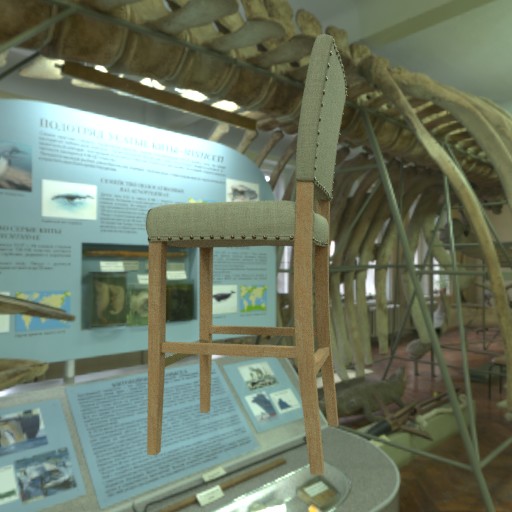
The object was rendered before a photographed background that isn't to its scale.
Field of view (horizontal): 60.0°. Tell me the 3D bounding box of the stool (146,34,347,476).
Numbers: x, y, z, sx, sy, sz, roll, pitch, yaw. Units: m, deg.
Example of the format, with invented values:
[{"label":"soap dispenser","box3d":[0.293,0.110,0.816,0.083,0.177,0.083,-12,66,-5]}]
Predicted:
[{"label":"stool","box3d":[0.000,0.000,1.476,0.585,1.203,0.445,0,-1,16]}]
